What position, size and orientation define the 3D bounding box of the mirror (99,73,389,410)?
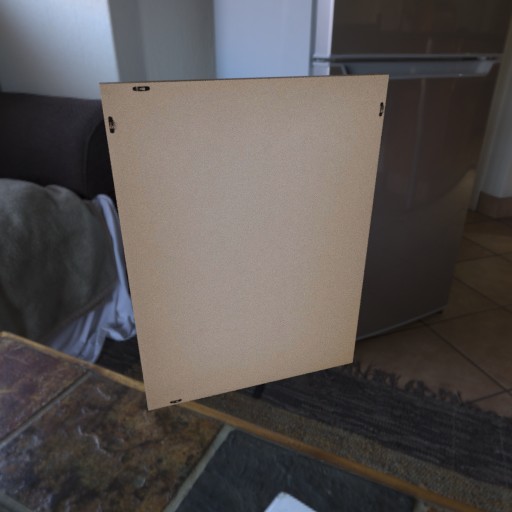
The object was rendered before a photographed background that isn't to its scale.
[{"bbox_3d":[0.000,0.000,1.359,0.762,1.016,0.040,-9,28,-16],"label":"mirror"}]
